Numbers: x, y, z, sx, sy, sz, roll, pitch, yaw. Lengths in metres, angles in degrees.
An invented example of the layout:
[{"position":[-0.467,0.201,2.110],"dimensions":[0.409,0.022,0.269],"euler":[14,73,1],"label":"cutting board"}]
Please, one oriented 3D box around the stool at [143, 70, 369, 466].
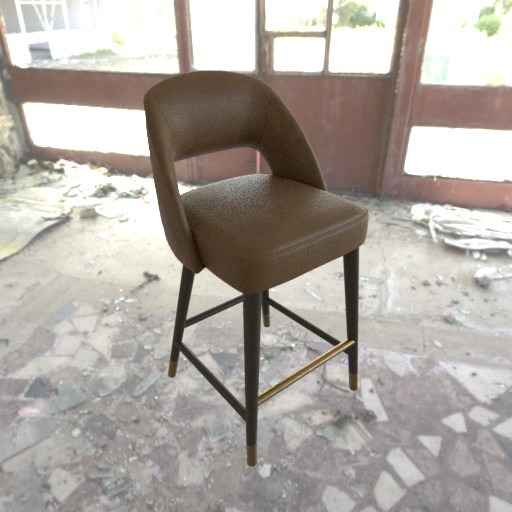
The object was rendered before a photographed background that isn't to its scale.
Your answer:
[{"position":[0.000,0.000,1.266],"dimensions":[0.494,0.940,0.509],"euler":[-22,36,-34],"label":"stool"}]
